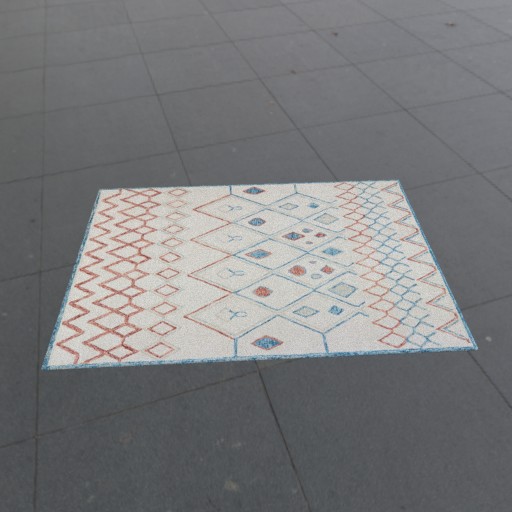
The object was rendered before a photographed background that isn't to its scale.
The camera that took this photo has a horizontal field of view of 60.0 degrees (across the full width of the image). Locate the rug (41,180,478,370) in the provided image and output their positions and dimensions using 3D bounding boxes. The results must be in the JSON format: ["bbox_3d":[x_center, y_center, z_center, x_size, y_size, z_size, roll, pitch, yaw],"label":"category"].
[{"bbox_3d":[0.000,0.000,2.279,1.829,0.016,1.219,-2,45,-2],"label":"rug"}]
